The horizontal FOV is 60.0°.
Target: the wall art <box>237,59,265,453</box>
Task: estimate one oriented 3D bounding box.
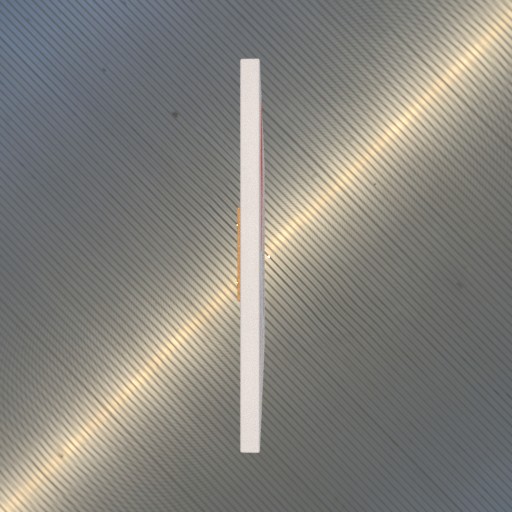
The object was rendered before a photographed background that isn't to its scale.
[{"bbox_3d":[0.000,0.000,1.111,0.036,0.848,0.613,0,90,2],"label":"wall art"}]
